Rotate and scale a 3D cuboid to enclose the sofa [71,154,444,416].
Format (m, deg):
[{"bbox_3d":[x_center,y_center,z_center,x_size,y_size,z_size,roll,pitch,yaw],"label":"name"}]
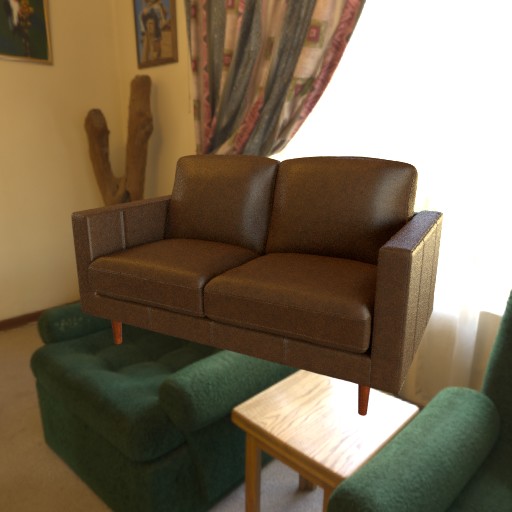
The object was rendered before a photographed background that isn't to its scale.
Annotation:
[{"bbox_3d":[0.000,0.000,2.171,1.578,0.951,0.909,8,17,27],"label":"sofa"}]
